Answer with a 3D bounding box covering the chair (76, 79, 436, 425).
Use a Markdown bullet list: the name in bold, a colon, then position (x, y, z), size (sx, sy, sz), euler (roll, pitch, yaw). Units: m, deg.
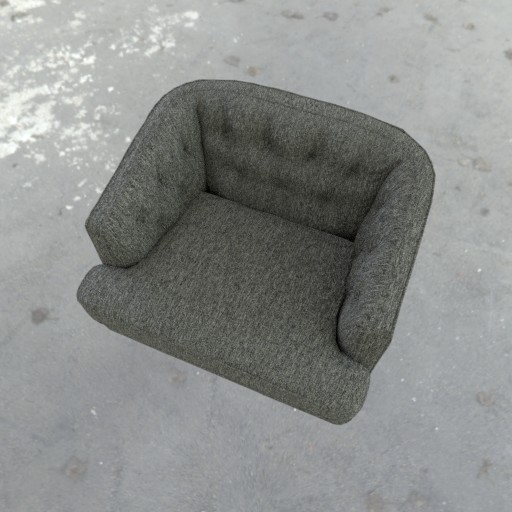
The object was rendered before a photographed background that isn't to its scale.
- **chair**: position (0.000, 0.000, 1.753), size (1.104, 0.852, 0.941), euler (20, 61, 11)
